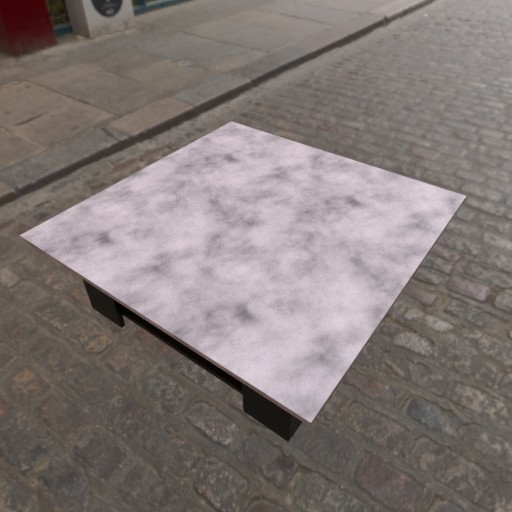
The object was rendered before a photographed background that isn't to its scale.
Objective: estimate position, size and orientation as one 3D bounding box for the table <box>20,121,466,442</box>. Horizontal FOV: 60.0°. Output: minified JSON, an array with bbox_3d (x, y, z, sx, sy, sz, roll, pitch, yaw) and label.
[{"bbox_3d":[0.000,0.000,1.336,0.890,0.305,0.890,26,47,27],"label":"table"}]
